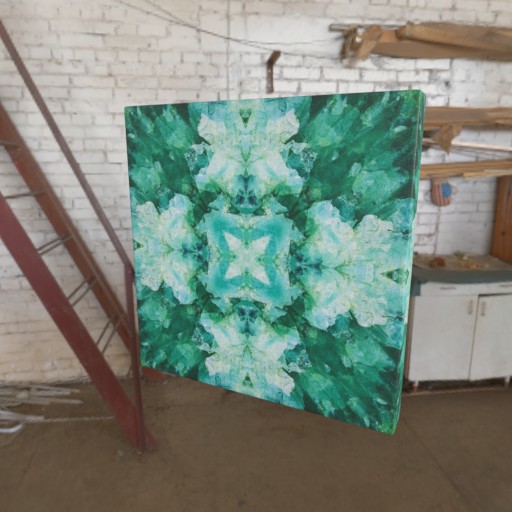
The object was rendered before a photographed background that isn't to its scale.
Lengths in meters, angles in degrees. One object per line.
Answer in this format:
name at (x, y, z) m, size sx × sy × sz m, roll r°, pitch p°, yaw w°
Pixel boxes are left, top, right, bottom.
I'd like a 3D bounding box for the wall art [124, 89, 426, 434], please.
wall art at (0.000, 0.000, 0.472) m, size 0.313 × 0.313 × 0.033 m, roll 7°, pitch 15°, yaw 26°
